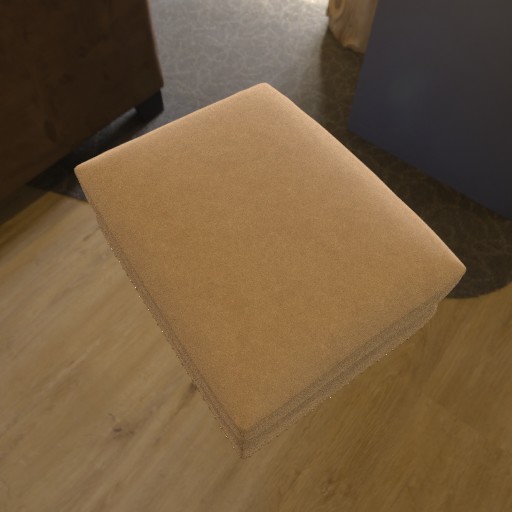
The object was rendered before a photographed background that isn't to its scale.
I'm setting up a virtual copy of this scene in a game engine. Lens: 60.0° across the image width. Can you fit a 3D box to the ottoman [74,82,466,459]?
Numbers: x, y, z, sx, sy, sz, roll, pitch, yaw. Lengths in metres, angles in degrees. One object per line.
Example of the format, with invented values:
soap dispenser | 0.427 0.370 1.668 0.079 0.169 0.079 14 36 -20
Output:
ottoman | 0.000 0.000 1.134 0.584 0.513 0.741 -30 63 -17
